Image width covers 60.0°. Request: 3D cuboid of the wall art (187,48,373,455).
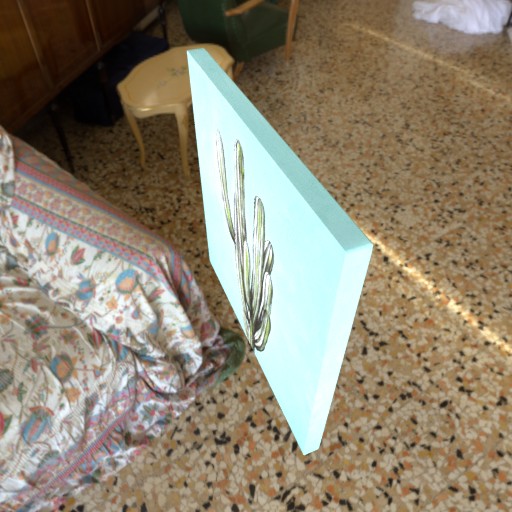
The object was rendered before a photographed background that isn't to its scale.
[{"bbox_3d":[0.000,0.000,1.140,0.054,0.766,0.765,-17,49,-16],"label":"wall art"}]
